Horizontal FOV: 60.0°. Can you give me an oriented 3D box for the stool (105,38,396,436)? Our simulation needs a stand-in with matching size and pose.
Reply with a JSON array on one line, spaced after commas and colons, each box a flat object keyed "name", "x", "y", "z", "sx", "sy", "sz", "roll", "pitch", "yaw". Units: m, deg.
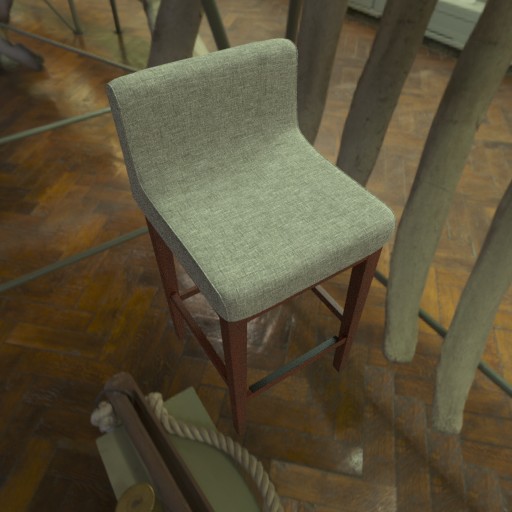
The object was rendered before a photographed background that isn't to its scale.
[{"name": "stool", "x": 0.000, "y": 0.000, "z": 1.084, "sx": 0.417, "sy": 0.835, "sz": 0.459, "roll": -25, "pitch": 51, "yaw": -22}]
